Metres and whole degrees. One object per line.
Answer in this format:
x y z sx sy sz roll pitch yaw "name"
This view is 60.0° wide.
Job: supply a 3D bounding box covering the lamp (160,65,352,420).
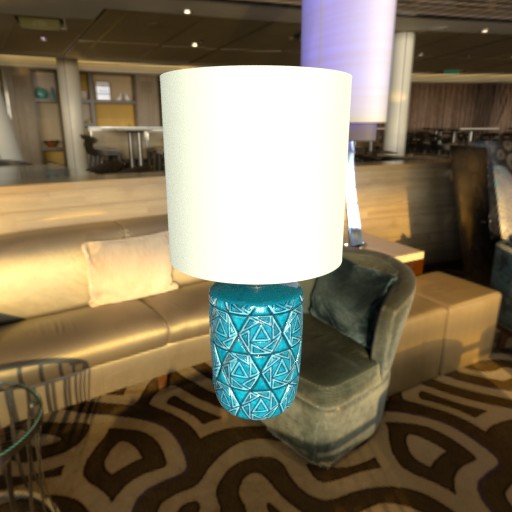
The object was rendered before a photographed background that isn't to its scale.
0.000 0.000 0.505 0.193 0.377 0.193 15 22 42 "lamp"
